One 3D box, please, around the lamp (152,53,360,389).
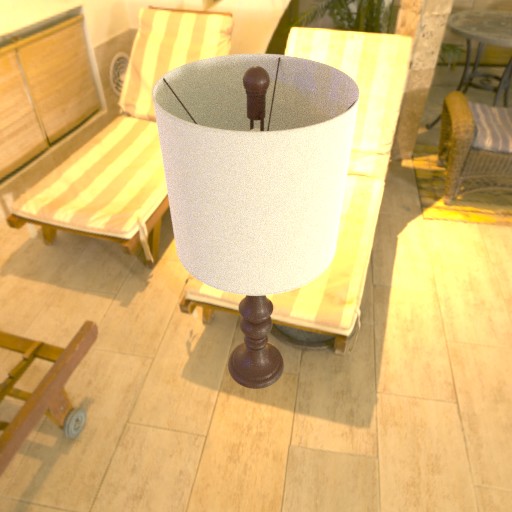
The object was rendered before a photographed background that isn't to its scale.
[{"bbox_3d":[0.000,0.000,0.723,0.250,0.597,0.250,11,42,12],"label":"lamp"}]
